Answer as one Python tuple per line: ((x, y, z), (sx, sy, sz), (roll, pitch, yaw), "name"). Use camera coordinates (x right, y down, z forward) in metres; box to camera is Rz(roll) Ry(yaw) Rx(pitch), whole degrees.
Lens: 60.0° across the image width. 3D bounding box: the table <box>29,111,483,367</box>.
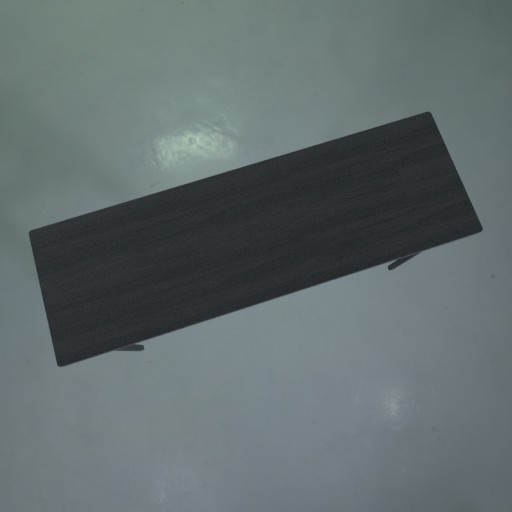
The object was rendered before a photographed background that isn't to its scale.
((0.000, 0.000, 1.794), (1.399, 0.750, 0.449), (-17, 78, -4), "table")
